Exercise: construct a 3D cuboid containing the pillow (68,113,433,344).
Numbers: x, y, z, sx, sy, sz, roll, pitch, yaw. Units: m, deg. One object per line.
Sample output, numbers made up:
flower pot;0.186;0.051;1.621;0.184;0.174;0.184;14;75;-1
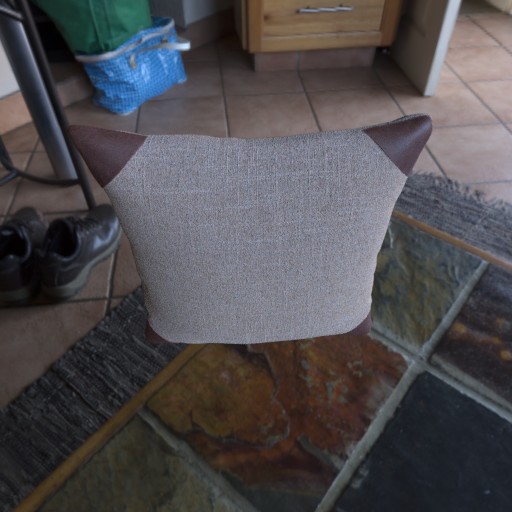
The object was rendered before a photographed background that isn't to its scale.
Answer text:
pillow;0.000;0.000;0.676;0.437;0.448;0.147;-3;46;-3
